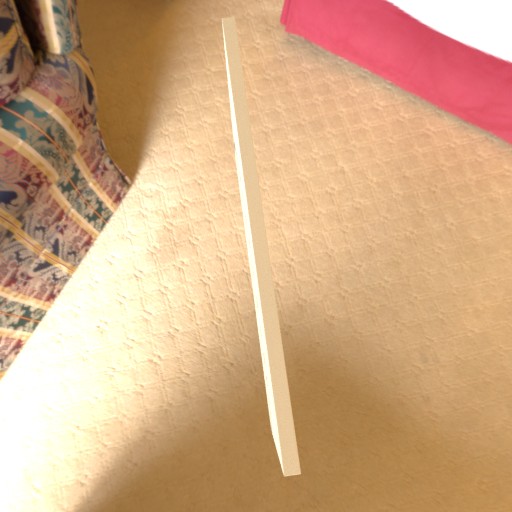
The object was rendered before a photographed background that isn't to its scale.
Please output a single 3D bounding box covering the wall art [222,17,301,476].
[{"bbox_3d":[0.000,0.000,1.424,0.038,0.767,1.144,-7,75,-2],"label":"wall art"}]
